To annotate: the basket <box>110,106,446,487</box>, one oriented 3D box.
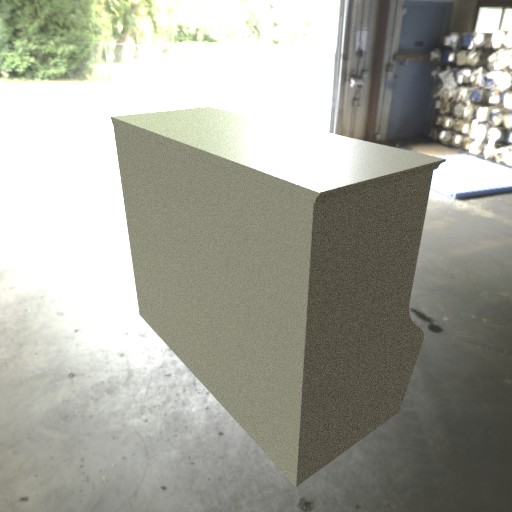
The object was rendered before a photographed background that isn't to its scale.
[{"bbox_3d":[0.000,0.000,1.134,0.376,0.625,0.792,-19,32,-32],"label":"basket"}]
